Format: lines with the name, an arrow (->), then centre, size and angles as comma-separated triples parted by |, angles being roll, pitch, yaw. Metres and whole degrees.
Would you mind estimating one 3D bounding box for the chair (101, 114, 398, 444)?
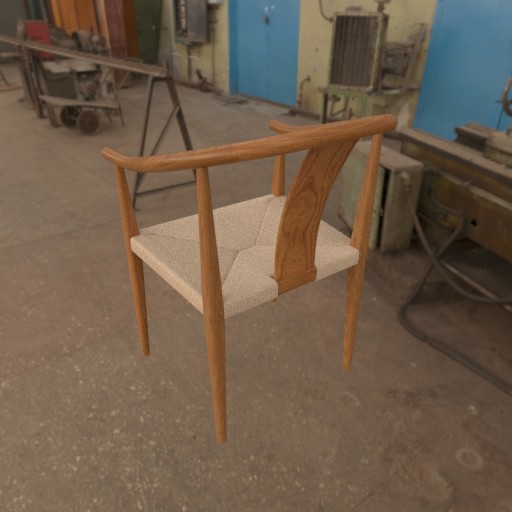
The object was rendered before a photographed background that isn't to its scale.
chair -> 0.000, 0.000, 1.182 | 0.556, 0.800, 0.579 | -19, 35, -30
